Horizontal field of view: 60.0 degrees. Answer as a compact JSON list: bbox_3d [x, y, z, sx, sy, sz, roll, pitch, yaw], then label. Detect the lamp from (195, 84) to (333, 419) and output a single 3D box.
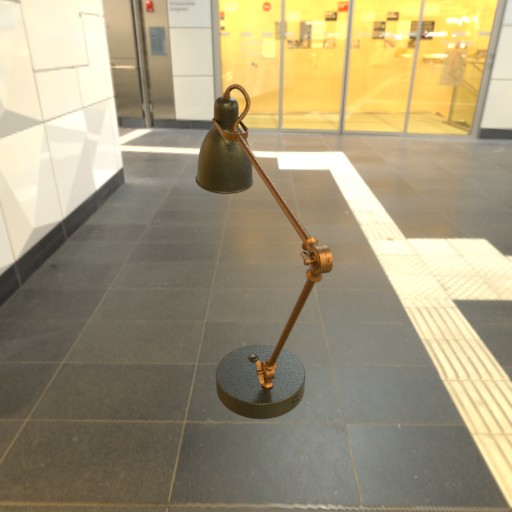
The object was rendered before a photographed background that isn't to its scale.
[{"bbox_3d":[0.000,0.000,0.842,0.187,0.587,0.561,-8,27,-17],"label":"lamp"}]
